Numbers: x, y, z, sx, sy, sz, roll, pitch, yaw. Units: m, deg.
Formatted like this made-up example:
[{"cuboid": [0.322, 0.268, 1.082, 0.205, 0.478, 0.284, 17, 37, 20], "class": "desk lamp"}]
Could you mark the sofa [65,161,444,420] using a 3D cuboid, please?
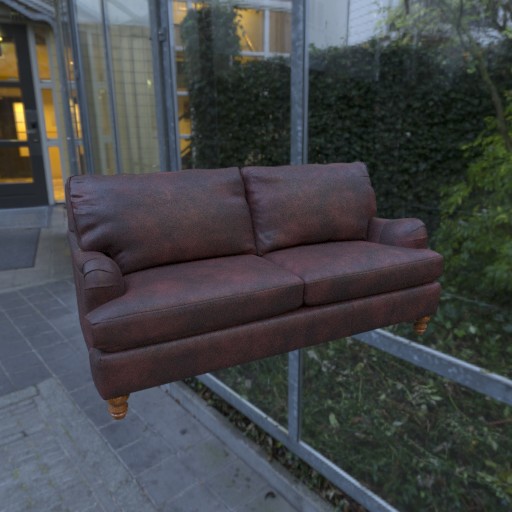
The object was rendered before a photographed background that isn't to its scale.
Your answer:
[{"cuboid": [0.000, 0.000, 2.771, 2.144, 1.071, 1.147, -8, 18, -26], "class": "sofa"}]
